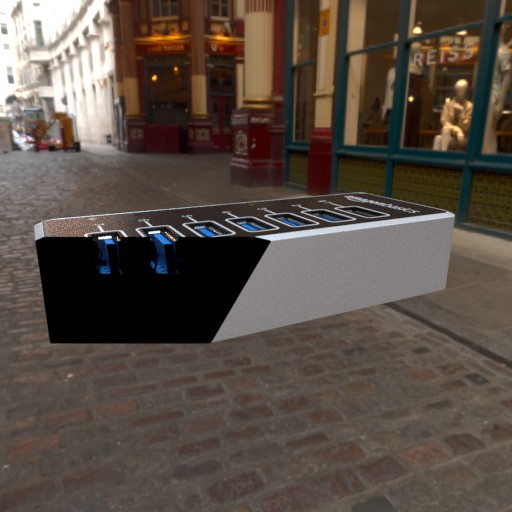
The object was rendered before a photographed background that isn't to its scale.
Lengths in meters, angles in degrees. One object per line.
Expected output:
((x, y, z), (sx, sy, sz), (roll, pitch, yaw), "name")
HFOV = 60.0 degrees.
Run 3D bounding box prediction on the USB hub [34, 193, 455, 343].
((0.000, 0.000, 0.125), (0.110, 0.023, 0.044), (-8, 19, -25), "USB hub")
